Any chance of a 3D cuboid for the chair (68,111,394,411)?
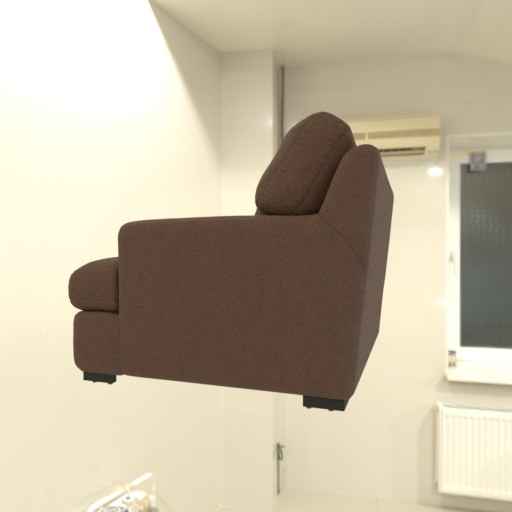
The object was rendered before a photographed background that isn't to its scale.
[{"bbox_3d":[0.000,0.000,1.990,1.143,0.940,1.168,0,1,19],"label":"chair"}]
